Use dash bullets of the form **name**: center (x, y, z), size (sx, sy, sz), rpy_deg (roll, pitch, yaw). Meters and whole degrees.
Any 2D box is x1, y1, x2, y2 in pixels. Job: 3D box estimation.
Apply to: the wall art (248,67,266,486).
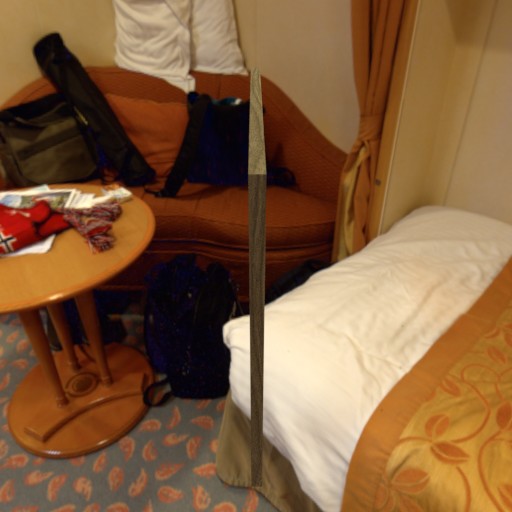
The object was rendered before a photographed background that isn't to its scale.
- **wall art**: center (0.000, 0.000, 0.748), size (0.016, 0.507, 0.508), rpy_deg (0, 33, 0)
